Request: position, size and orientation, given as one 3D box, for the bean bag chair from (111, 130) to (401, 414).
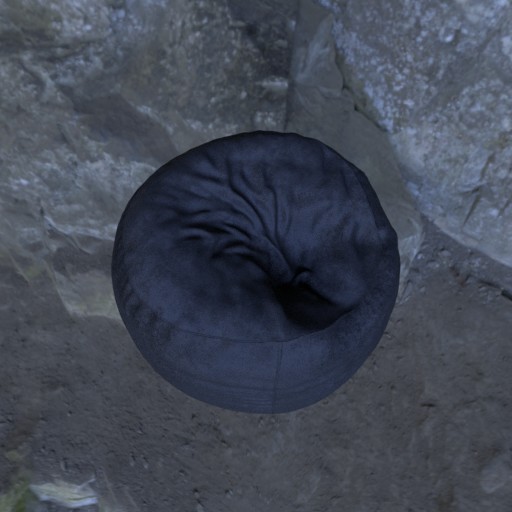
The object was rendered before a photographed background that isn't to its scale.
[{"bbox_3d":[0.000,0.000,2.376,1.525,0.751,1.525,0,58,0],"label":"bean bag chair"}]
